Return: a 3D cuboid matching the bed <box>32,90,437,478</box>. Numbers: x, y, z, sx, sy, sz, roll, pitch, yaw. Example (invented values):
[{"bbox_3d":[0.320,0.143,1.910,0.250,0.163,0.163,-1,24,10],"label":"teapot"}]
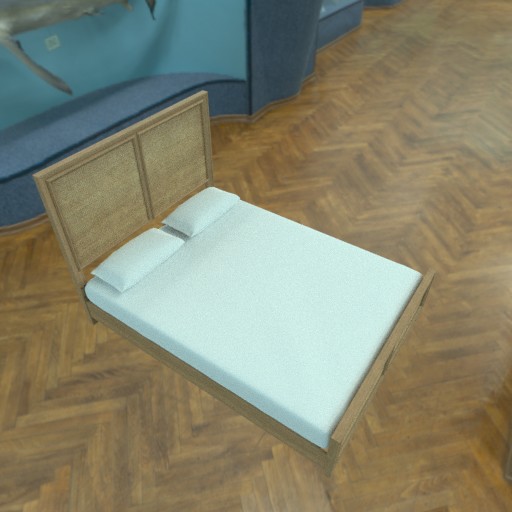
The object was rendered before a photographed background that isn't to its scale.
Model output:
[{"bbox_3d":[0.000,0.000,3.175,2.184,1.387,1.606,25,47,25],"label":"bed"}]
